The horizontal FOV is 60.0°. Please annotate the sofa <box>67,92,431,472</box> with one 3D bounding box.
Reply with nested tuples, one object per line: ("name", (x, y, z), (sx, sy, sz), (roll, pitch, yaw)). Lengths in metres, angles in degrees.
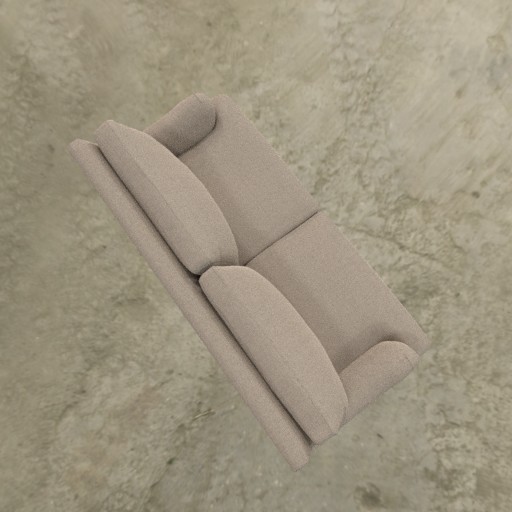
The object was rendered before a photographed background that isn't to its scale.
("sofa", (0.000, 0.000, 2.770), (1.087, 1.054, 2.160), (-36, 79, -8))
